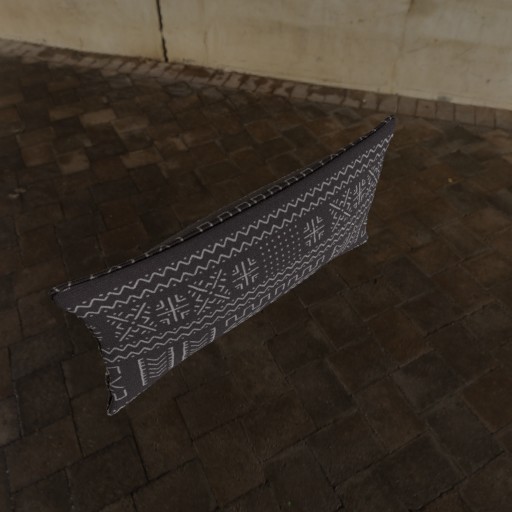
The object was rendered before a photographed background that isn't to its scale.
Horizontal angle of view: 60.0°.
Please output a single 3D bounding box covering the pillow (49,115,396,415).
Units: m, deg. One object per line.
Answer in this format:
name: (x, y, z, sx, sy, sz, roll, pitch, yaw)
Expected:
pillow: (0.000, 0.000, 0.786, 0.667, 0.322, 0.135, -31, 54, -26)
